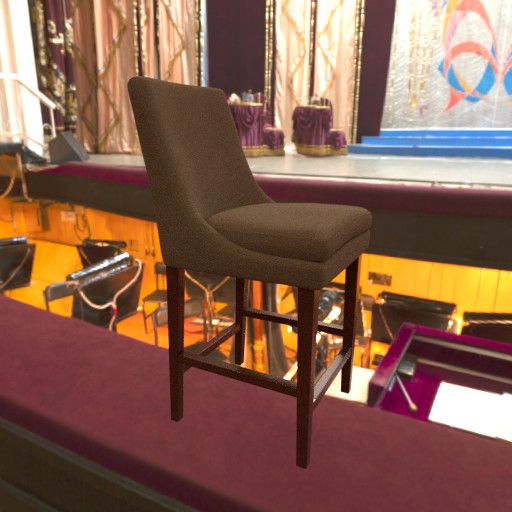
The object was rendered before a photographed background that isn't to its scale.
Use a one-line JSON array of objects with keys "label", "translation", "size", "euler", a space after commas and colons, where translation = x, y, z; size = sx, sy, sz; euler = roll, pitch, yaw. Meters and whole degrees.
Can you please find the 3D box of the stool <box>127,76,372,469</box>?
[{"label": "stool", "translation": [0.000, 0.000, 1.311], "size": [0.577, 0.981, 0.470], "euler": [8, 17, 26]}]
